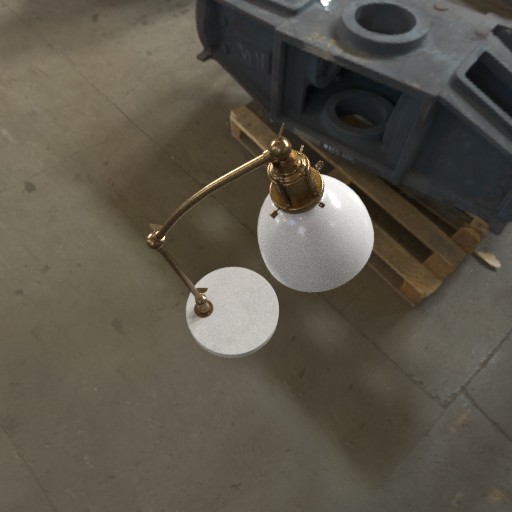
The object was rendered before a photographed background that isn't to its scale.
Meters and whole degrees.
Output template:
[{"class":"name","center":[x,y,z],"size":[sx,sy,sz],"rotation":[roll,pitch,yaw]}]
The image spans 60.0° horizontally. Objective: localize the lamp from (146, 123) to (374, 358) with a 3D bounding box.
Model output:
[{"class":"lamp","center":[0.000,0.000,0.675],"size":[0.317,0.522,0.186],"rotation":[2,63,1]}]
